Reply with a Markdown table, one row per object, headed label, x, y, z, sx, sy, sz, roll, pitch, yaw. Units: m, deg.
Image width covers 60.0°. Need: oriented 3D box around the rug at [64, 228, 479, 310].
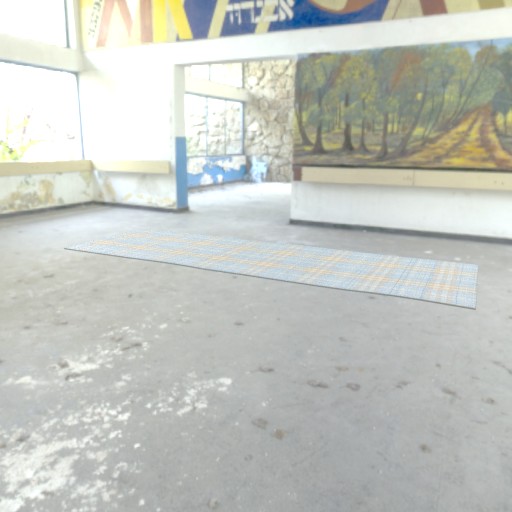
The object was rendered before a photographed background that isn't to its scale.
| label | x | y | z | sx | sy | sz | roll | pitch | yaw |
| --- | --- | --- | --- | --- | --- | --- | --- | --- | --- |
| rug | 0.000 | 0.000 | 2.709 | 2.439 | 0.013 | 0.762 | 7 | 16 | 26 |
